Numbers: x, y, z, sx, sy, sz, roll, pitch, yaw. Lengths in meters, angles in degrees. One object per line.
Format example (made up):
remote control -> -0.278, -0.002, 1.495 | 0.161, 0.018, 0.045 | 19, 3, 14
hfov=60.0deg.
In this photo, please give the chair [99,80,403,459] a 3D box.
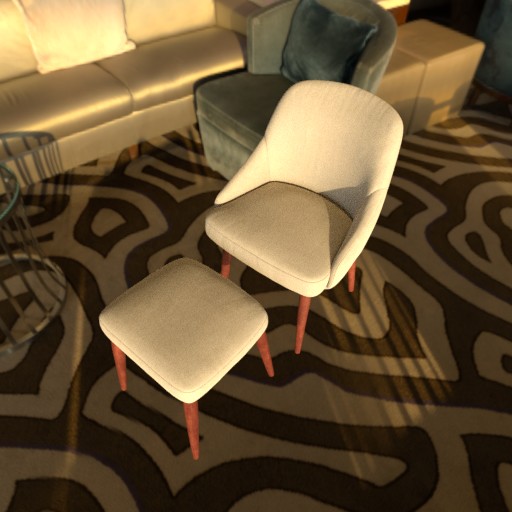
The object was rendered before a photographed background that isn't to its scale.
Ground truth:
chair -> 0.000, 0.000, 1.593 | 0.584, 0.866, 1.114 | 31, 53, 27
